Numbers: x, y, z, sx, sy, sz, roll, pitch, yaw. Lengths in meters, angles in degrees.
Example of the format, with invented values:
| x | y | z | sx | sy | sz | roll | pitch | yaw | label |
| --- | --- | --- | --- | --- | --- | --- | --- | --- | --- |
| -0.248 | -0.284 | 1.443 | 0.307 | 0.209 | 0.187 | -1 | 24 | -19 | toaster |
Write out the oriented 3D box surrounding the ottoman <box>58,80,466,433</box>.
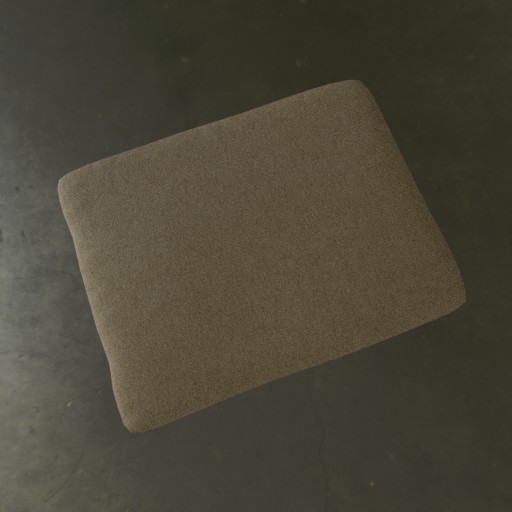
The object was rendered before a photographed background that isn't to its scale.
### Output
| x | y | z | sx | sy | sz | roll | pitch | yaw | label |
| --- | --- | --- | --- | --- | --- | --- | --- | --- | --- |
| 0.000 | 0.000 | 1.300 | 0.889 | 0.511 | 0.692 | -20 | 77 | -5 | ottoman |
